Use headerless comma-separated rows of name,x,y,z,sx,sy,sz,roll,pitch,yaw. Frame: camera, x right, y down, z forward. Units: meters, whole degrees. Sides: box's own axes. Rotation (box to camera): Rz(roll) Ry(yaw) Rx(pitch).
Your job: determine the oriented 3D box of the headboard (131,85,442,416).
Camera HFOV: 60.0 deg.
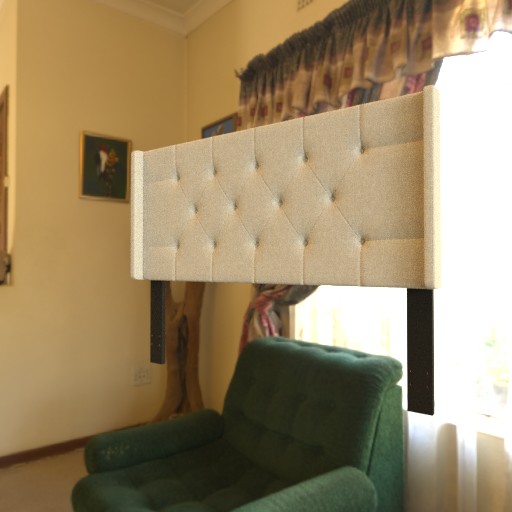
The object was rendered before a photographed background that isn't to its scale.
headboard,0.000,0.000,2.618,2.051,1.524,0.184,-1,-1,35
